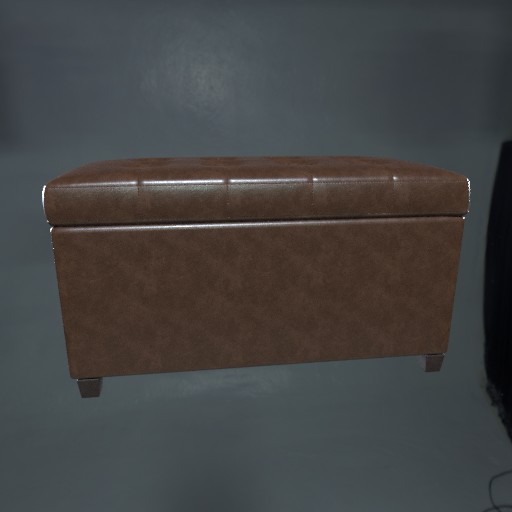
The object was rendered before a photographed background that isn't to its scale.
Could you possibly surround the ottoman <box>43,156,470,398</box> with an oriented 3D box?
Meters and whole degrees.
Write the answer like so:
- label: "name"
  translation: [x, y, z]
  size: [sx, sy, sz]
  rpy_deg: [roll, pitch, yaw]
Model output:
- label: "ottoman"
  translation: [0.000, 0.000, 1.101]
  size: [0.838, 0.470, 0.432]
  rpy_deg: [-2, 17, -7]
